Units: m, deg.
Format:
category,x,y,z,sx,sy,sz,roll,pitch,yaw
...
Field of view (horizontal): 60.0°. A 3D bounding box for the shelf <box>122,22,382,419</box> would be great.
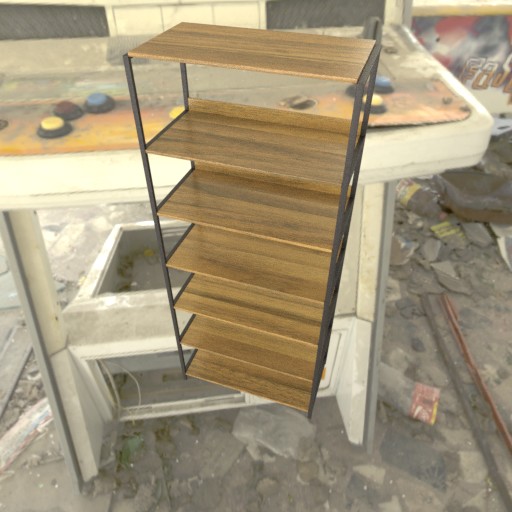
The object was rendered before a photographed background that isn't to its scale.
category,x,y,z,sx,sy,sz,roll,pitch,yaw
shelf,0.000,0.000,2.262,0.847,2.015,0.431,13,43,14
